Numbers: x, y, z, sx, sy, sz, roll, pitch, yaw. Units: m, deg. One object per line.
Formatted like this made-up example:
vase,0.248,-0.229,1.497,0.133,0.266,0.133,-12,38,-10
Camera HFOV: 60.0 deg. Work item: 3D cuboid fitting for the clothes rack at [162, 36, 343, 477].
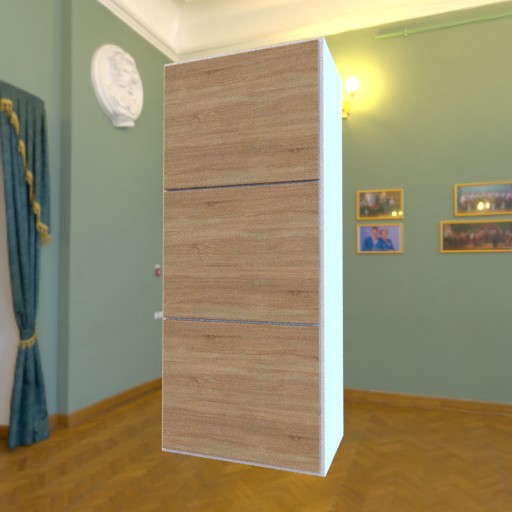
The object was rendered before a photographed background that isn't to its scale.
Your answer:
clothes rack,0.000,0.000,1.420,0.500,1.187,0.331,-1,-1,20
